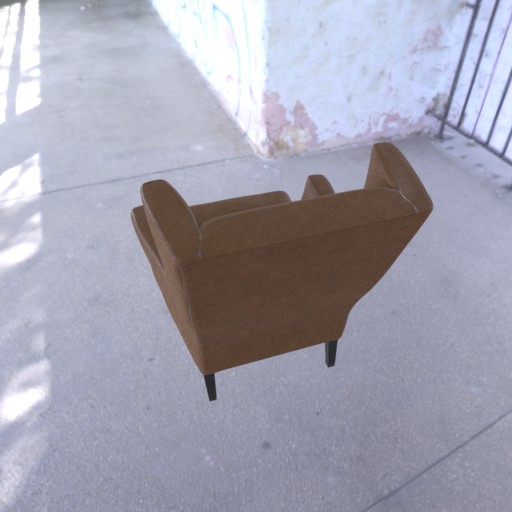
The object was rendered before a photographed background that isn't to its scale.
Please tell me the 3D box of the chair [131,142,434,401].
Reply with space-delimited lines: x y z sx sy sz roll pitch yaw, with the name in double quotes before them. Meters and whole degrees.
"chair" 0.000 0.000 1.695 0.852 1.016 0.925 -12 44 -13
